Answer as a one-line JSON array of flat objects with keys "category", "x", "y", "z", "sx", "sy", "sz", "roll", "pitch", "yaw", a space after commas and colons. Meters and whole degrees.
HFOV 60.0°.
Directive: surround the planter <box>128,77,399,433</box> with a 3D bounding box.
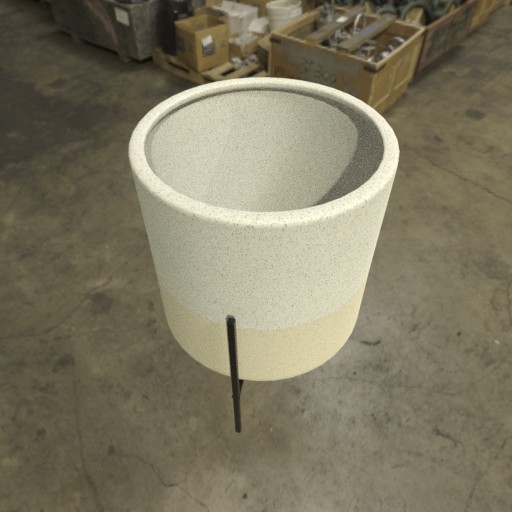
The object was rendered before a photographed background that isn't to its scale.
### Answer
[{"category": "planter", "x": 0.000, "y": 0.000, "z": 0.670, "sx": 0.335, "sy": 0.423, "sz": 0.313, "roll": 32, "pitch": 54, "yaw": 27}]
